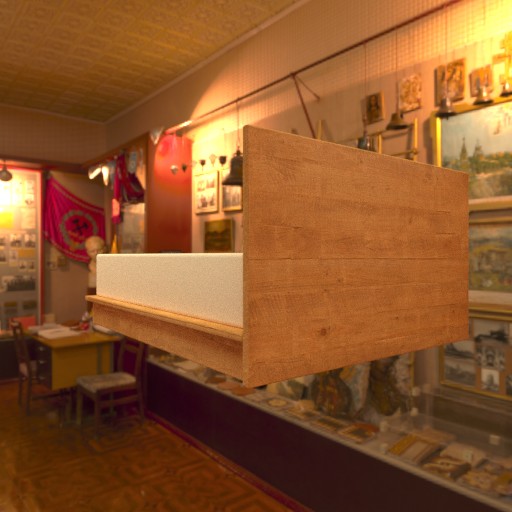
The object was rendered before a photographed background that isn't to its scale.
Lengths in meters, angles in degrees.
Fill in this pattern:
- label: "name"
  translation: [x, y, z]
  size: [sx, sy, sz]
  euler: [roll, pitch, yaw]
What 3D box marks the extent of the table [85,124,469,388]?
- label: "table"
  translation: [0.000, 0.000, 3.109]
  size: [1.707, 1.041, 2.149]
  euler: [0, 0, -37]
